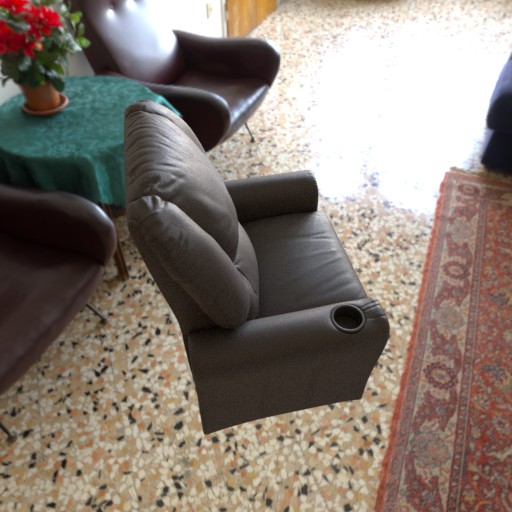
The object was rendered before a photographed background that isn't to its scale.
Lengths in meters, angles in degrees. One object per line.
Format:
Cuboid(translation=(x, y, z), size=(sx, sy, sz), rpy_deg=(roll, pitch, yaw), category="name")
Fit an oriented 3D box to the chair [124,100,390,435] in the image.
Cuboid(translation=(0.000, 0.000, 1.117), size=(0.521, 0.709, 0.610), rpy_deg=(-9, 47, -9), category="chair")
